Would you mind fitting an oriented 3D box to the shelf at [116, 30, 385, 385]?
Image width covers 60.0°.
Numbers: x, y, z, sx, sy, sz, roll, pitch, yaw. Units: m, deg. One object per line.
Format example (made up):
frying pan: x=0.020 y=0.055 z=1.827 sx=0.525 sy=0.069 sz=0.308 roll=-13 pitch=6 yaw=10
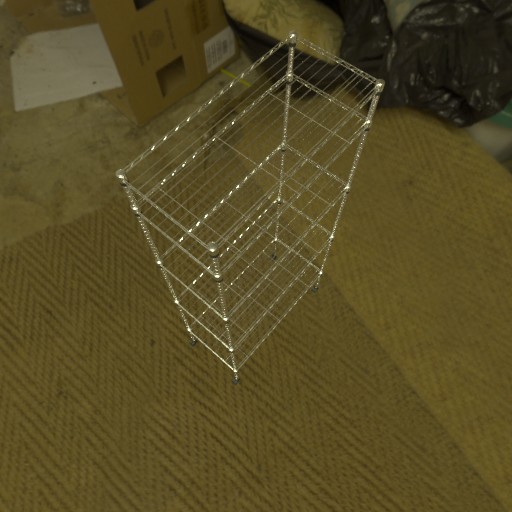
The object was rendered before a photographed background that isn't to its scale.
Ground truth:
shelf: x=0.000 y=0.000 z=1.925 sx=0.356 sy=1.587 sz=0.762 roll=38 pitch=69 yaw=17
